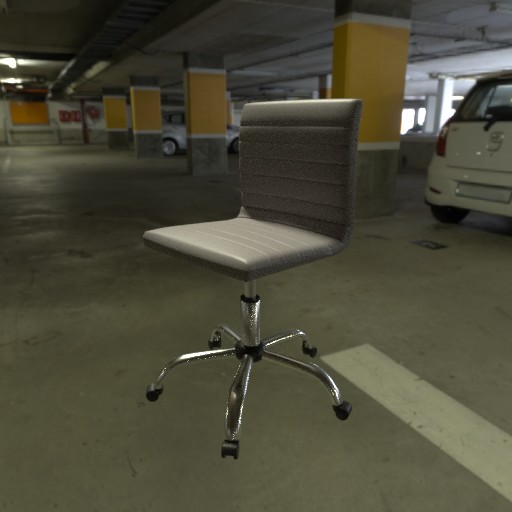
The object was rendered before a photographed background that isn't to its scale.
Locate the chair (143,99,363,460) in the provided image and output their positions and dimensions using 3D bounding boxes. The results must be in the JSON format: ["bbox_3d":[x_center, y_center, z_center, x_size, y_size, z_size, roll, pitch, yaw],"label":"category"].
[{"bbox_3d":[0.000,0.000,1.160,0.530,0.780,0.556,-16,23,-42],"label":"chair"}]
